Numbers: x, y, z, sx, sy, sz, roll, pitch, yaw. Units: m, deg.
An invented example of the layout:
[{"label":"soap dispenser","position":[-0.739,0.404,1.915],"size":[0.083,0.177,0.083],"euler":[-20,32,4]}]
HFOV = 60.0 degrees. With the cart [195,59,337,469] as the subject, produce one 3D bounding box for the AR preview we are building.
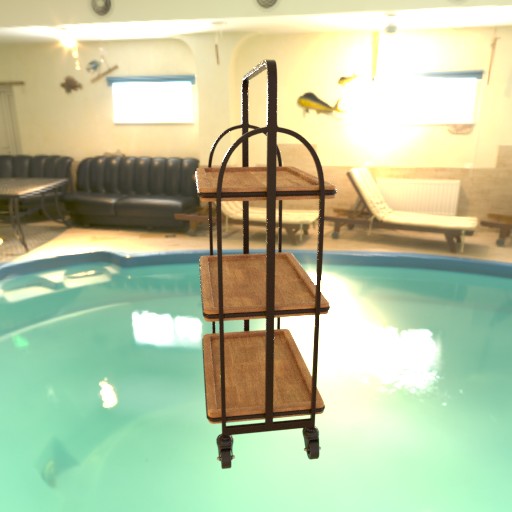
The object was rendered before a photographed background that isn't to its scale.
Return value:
[{"label":"cart","position":[0.000,0.000,1.279],"size":[0.327,1.001,0.553],"euler":[-2,17,-8]}]
